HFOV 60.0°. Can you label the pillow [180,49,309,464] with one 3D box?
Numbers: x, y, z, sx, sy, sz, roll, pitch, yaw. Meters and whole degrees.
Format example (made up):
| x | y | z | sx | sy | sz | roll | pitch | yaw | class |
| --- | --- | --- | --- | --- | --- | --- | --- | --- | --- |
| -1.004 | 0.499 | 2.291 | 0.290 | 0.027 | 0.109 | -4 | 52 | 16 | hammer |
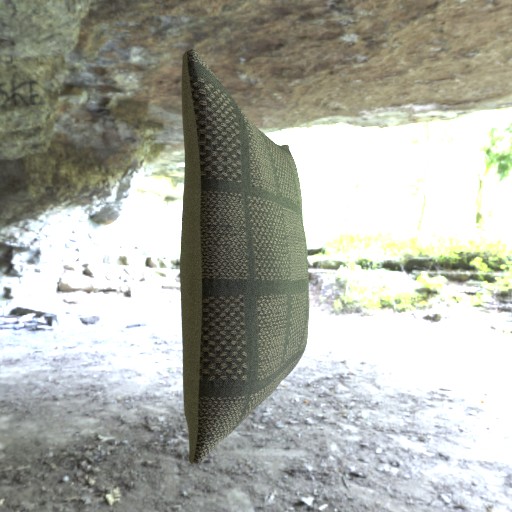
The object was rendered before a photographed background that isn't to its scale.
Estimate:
| x | y | z | sx | sy | sz | roll | pitch | yaw | class |
| --- | --- | --- | --- | --- | --- | --- | --- | --- | --- |
| 0.000 | 0.000 | 0.661 | 0.138 | 0.432 | 0.435 | 0 | 0 | 18 | pillow |
